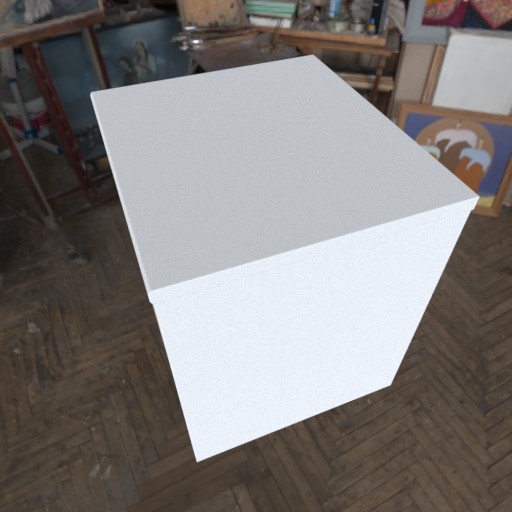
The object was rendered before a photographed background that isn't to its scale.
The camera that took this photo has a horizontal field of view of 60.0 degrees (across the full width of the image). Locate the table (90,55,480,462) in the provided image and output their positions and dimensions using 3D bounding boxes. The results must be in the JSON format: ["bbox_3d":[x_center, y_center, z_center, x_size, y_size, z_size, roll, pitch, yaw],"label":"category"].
[{"bbox_3d":[0.000,0.000,0.755,0.380,0.460,0.420,-16,49,-15],"label":"table"}]
